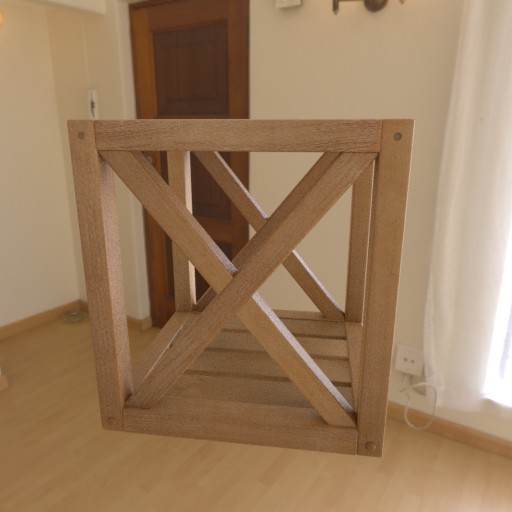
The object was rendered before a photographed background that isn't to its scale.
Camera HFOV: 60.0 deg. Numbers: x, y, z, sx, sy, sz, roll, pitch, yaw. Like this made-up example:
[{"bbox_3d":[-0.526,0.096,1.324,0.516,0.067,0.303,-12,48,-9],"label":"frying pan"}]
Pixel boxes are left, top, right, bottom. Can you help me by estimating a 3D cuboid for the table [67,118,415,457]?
[{"bbox_3d":[0.000,0.000,1.042,0.559,0.610,0.558,2,17,8],"label":"table"}]
